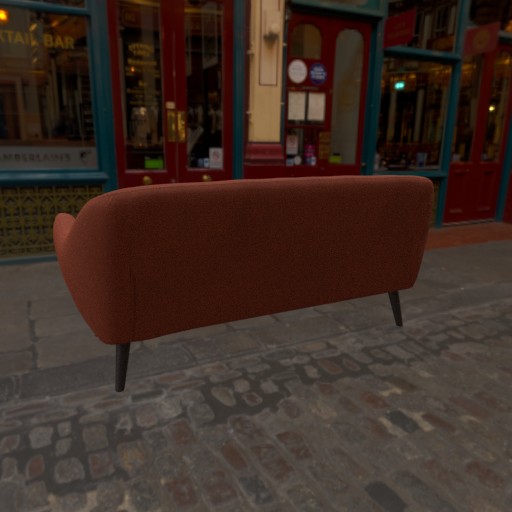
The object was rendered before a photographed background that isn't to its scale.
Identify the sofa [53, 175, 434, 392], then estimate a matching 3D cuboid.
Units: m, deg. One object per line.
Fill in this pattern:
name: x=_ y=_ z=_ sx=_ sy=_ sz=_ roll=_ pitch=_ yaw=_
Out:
sofa: x=0.000 y=0.000 z=2.254 sx=1.840 sy=0.836 sz=0.820 roll=-7 pitch=16 yaw=-25
